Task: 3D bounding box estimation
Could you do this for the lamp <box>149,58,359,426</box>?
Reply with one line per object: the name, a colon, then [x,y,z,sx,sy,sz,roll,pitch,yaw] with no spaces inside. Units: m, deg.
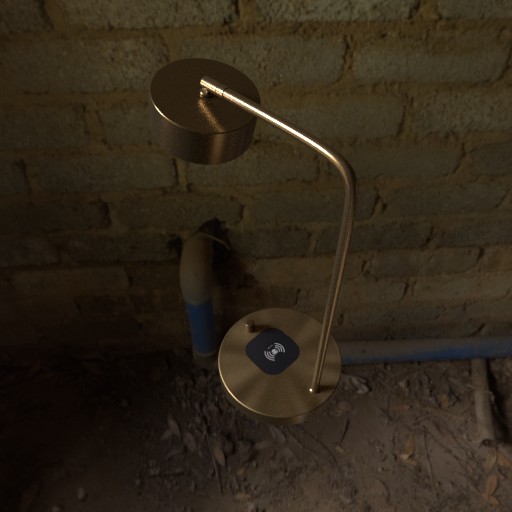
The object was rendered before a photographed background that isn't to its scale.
lamp: [0.000,0.000,0.518,0.171,0.380,0.270,-33,55,-28]
